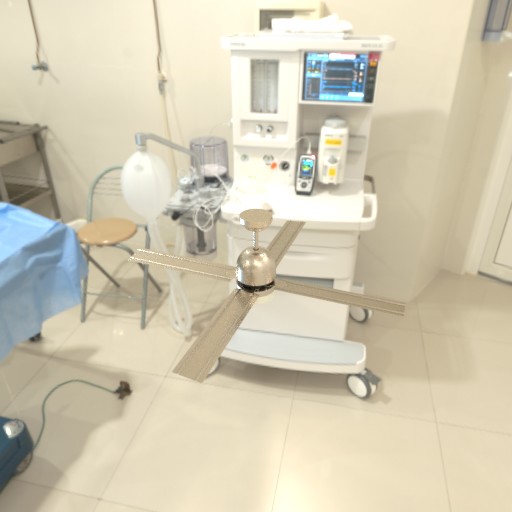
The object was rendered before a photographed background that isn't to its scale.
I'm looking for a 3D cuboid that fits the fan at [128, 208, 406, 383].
[{"bbox_3d":[0.000,0.000,2.016,1.346,0.406,1.346,10,31,17],"label":"fan"}]
